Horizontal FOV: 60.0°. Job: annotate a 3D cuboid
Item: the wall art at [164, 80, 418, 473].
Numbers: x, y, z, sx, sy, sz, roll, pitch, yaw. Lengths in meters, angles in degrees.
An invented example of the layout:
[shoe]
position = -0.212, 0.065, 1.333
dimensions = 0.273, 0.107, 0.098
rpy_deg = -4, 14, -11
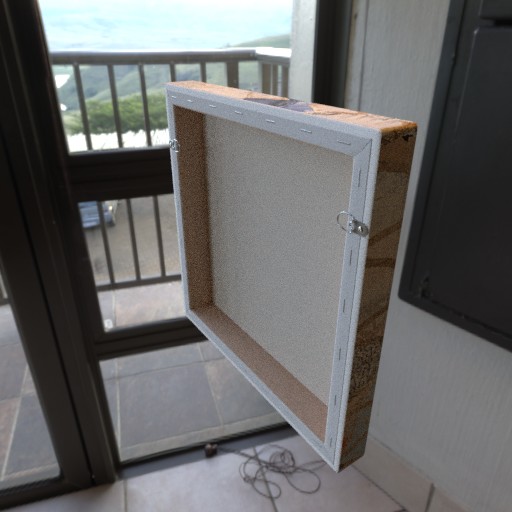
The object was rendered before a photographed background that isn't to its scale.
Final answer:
[wall art]
position = 0.000, 0.000, 0.446
dimensions = 0.036, 0.304, 0.303
rpy_deg = -18, 32, -30
